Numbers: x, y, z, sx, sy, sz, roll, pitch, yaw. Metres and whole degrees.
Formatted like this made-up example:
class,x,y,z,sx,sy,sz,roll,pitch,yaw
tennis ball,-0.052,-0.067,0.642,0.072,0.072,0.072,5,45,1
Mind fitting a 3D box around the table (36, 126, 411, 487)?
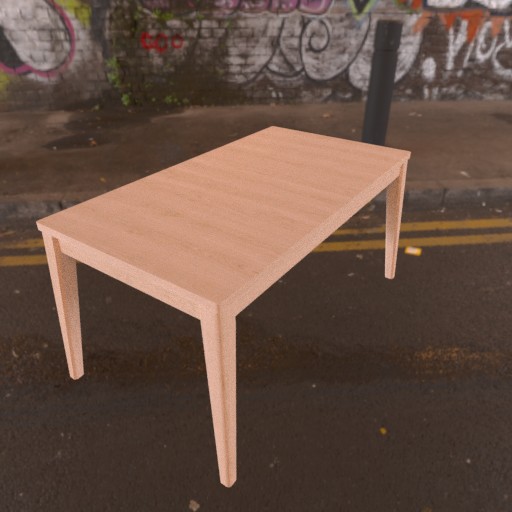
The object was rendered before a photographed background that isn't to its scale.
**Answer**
class,x,y,z,sx,sy,sz,roll,pitch,yaw
table,0.000,0.000,2.104,0.900,0.760,1.600,20,37,29
